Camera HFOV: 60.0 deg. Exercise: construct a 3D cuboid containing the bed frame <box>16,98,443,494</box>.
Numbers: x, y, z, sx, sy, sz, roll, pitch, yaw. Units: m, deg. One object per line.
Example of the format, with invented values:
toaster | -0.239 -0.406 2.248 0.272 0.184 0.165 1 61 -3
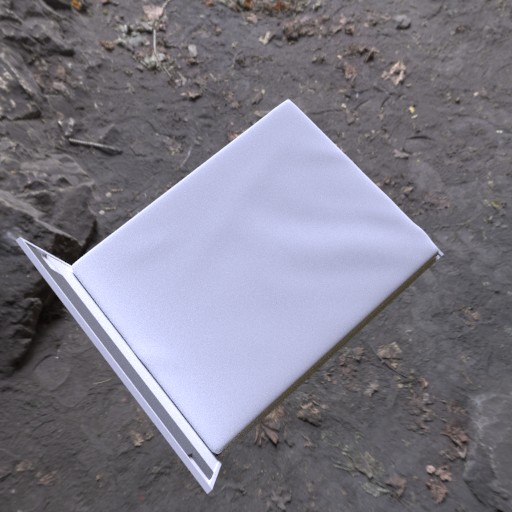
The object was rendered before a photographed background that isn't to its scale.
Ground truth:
bed frame | 0.000 0.000 2.988 2.100 1.001 1.711 -40 79 -9
